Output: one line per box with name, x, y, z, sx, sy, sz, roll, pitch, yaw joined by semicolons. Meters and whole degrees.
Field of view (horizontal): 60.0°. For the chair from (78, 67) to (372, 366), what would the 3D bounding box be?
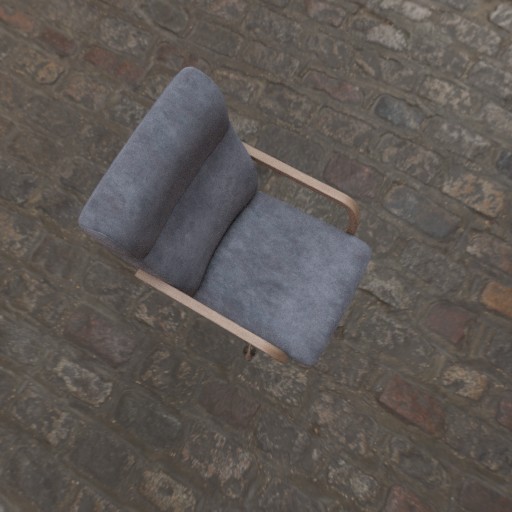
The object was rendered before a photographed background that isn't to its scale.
chair;0.000;0.000;1.513;0.741;1.029;0.640;29;78;7
